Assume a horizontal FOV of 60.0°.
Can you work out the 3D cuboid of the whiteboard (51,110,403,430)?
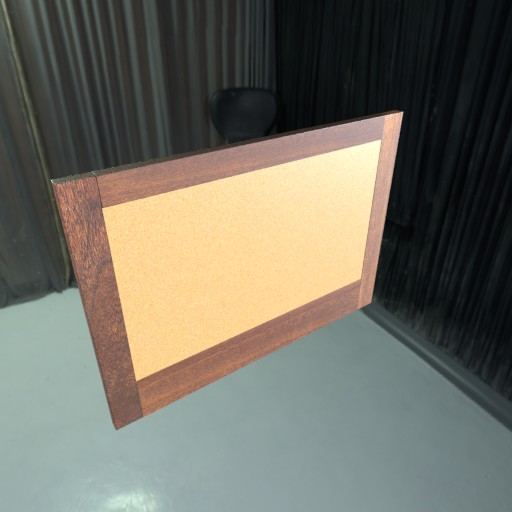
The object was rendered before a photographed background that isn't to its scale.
[{"bbox_3d":[0.000,0.000,1.020,0.783,0.559,0.083,-20,36,-29],"label":"whiteboard"}]
